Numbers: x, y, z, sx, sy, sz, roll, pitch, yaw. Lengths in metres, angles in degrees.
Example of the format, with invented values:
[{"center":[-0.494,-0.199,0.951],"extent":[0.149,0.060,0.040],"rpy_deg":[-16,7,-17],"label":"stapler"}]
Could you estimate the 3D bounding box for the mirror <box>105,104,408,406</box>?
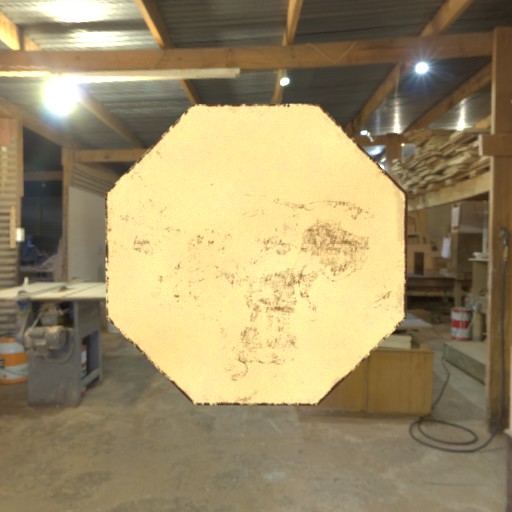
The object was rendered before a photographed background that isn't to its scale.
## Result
[{"center":[0.000,0.000,0.966],"extent":[0.648,0.648,0.031],"rpy_deg":[0,2,1],"label":"mirror"}]
